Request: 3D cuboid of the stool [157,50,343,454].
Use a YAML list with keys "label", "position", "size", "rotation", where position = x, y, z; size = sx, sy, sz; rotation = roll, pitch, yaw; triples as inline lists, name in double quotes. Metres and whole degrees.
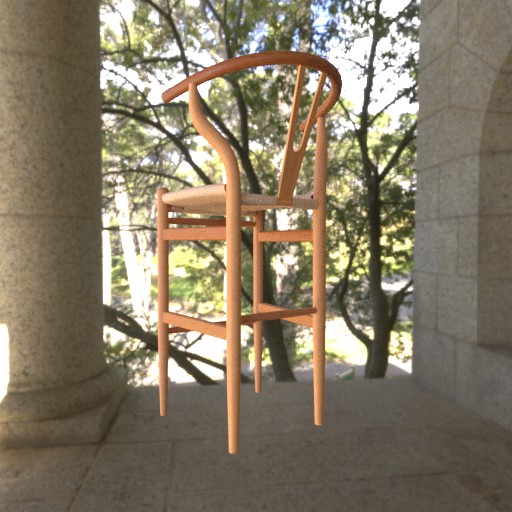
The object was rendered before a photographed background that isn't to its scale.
- label: "stool"
  position: [0.000, 0.000, 1.396]
  size: [0.574, 1.068, 0.561]
  rotation: [-1, 1, -37]
